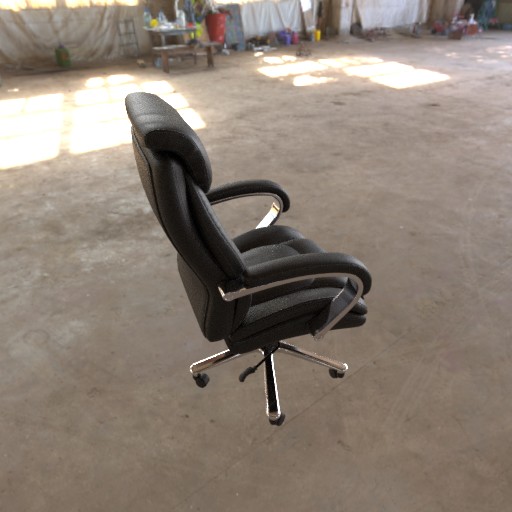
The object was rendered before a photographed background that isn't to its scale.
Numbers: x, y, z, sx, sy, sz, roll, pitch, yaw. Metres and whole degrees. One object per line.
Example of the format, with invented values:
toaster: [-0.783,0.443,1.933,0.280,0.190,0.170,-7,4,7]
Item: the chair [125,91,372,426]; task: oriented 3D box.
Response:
chair: [0.000,0.000,1.704,0.790,1.183,0.755,-11,33,-17]
